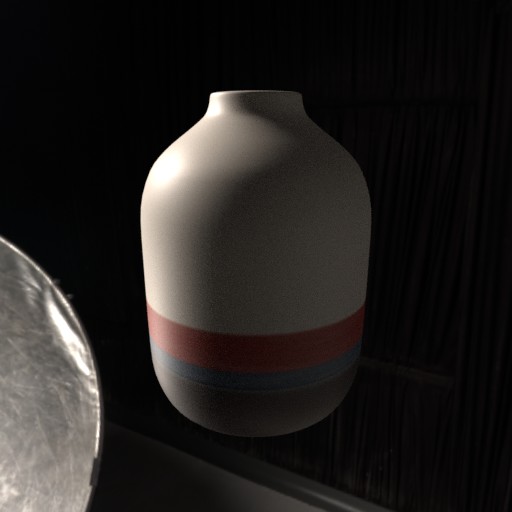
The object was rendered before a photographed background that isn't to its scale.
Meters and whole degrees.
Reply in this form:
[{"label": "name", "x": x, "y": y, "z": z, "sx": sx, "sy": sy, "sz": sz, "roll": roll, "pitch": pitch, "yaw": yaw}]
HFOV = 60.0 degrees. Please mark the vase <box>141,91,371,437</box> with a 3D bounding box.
[{"label": "vase", "x": 0.000, "y": 0.000, "z": 0.344, "sx": 0.169, "sy": 0.237, "sz": 0.169, "roll": 0, "pitch": 17, "yaw": 0}]
